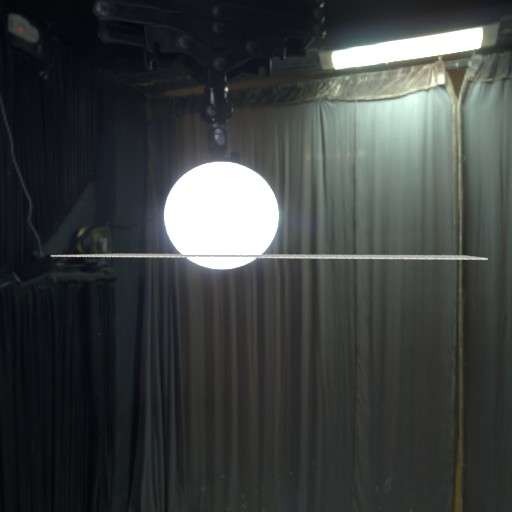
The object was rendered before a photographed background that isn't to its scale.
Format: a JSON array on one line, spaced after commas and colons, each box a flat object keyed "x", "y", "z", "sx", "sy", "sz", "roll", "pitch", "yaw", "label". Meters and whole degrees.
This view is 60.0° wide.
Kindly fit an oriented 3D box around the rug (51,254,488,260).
[{"x": 0.000, "y": 0.000, "z": 2.539, "sx": 2.277, "sy": 0.008, "sz": 0.676, "roll": 0, "pitch": 1, "yaw": 17, "label": "rug"}]
